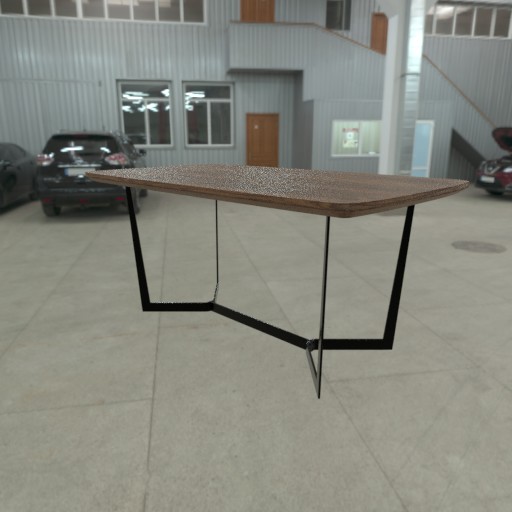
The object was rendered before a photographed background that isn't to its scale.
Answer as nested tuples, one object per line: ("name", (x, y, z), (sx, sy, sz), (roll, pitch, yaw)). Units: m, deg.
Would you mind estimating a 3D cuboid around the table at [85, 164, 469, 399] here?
("table", (0.000, 0.000, 2.139), (1.643, 0.765, 0.949), (14, 21, 43))
